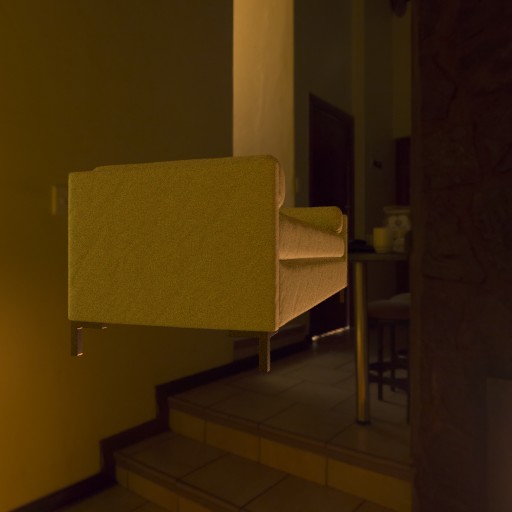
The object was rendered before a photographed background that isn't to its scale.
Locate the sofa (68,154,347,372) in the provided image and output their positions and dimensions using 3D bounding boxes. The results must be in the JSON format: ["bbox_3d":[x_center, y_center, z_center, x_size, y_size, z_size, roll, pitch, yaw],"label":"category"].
[{"bbox_3d":[0.000,0.000,2.454,0.796,0.705,2.102,0,0,18],"label":"sofa"}]
